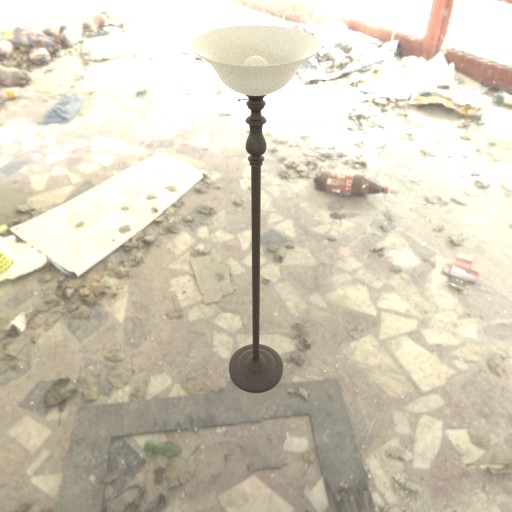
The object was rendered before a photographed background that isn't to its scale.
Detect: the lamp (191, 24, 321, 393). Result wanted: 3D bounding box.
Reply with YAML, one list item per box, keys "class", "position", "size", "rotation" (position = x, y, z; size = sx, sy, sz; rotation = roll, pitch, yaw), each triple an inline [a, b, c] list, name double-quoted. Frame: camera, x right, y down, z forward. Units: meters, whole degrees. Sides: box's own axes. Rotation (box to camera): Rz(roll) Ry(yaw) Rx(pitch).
- class: "lamp"
  position: [0.000, 0.000, 1.988]
  size: [0.405, 1.797, 0.405]
  rotation: [-11, 43, -12]
